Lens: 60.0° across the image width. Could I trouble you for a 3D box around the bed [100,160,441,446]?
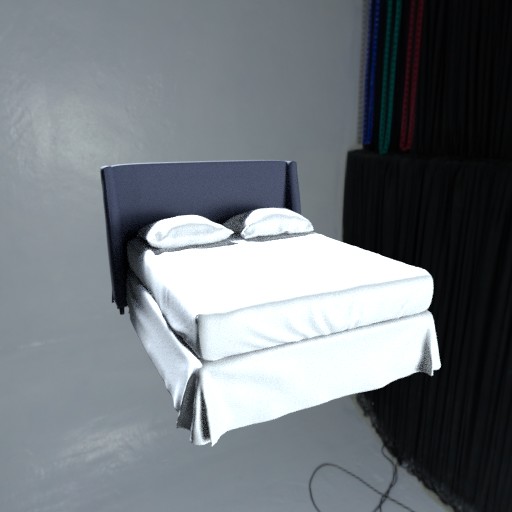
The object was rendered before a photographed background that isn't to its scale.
[{"bbox_3d":[0.000,0.000,3.428,1.925,1.332,2.276,-7,17,-25],"label":"bed"}]
